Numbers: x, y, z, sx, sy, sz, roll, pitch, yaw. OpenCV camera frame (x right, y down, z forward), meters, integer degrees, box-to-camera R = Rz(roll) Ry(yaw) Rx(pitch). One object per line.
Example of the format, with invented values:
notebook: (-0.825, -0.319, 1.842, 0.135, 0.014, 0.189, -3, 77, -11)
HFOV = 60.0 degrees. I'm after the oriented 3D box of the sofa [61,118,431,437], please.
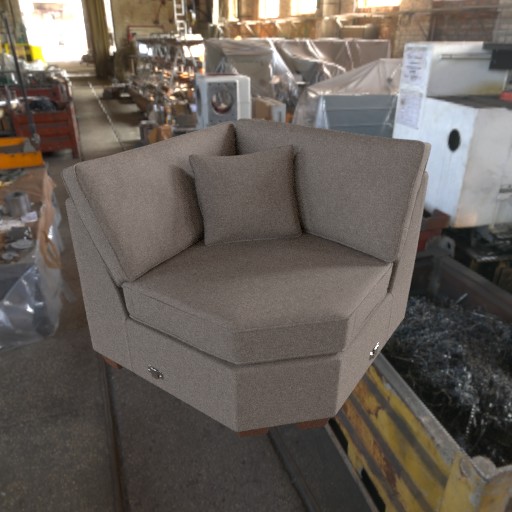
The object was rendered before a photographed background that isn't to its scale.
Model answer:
sofa: (0.000, 0.000, 1.833, 1.042, 0.951, 1.050, 18, 31, 32)
